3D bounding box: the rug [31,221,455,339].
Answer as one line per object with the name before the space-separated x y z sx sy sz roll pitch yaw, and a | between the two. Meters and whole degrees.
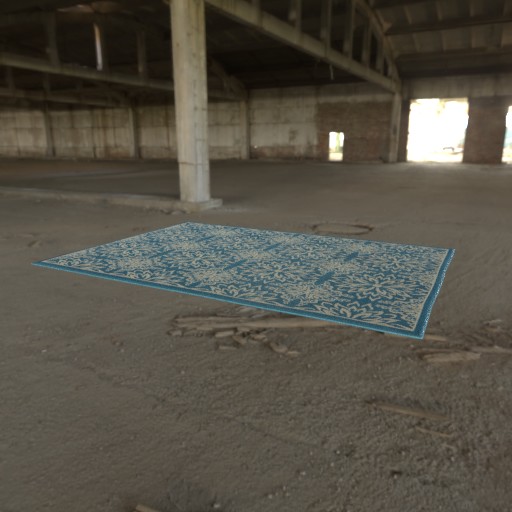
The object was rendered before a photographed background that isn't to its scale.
rug | 0.000 0.000 2.804 2.205 0.012 1.554 8 17 27
